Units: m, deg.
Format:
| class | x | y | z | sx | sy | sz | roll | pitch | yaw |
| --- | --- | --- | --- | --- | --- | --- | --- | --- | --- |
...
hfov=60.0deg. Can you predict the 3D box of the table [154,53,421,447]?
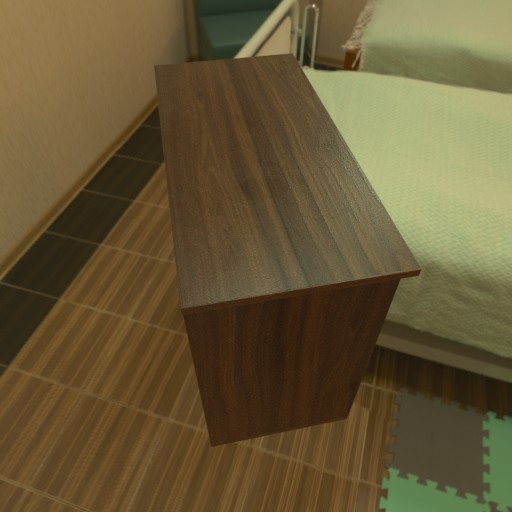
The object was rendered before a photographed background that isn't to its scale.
| class | x | y | z | sx | sy | sz | roll | pitch | yaw |
| --- | --- | --- | --- | --- | --- | --- | --- | --- | --- |
| table | 0.000 | 0.000 | 1.209 | 0.390 | 0.725 | 0.802 | -9 | 48 | -8 |
